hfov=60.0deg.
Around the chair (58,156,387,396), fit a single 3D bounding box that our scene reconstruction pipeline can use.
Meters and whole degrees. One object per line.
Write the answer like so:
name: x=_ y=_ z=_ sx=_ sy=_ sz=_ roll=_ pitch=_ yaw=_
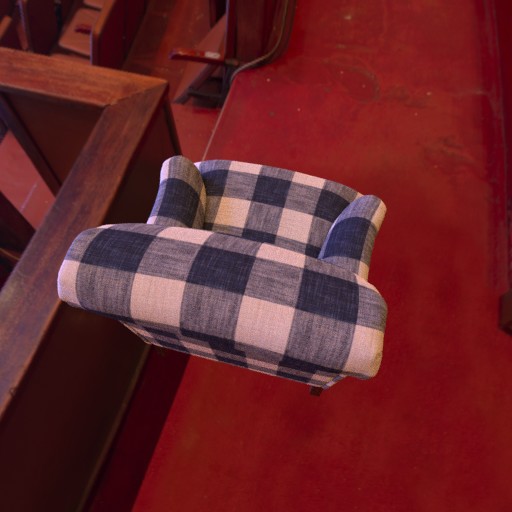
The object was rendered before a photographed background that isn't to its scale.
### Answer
chair: x=0.000 y=0.000 z=1.518 sx=0.781 sy=0.953 sz=0.848 roll=13 pitch=64 yaw=6
